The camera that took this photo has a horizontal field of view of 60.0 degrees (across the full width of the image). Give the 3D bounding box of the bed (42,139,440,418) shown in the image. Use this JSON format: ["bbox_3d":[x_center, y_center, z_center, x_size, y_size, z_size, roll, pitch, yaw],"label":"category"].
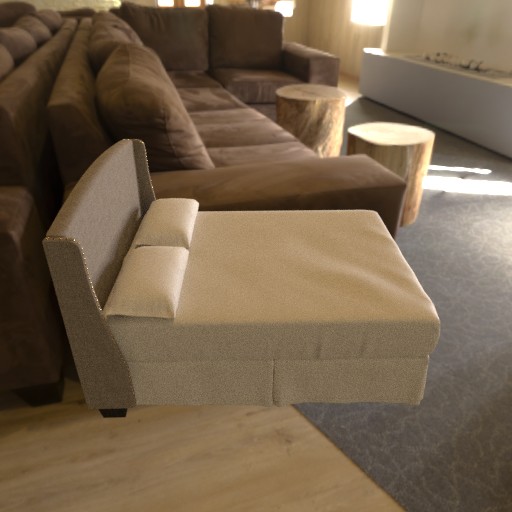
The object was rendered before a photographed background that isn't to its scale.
[{"bbox_3d":[0.000,0.000,3.264,2.237,1.407,1.710,-1,31,-1],"label":"bed"}]
